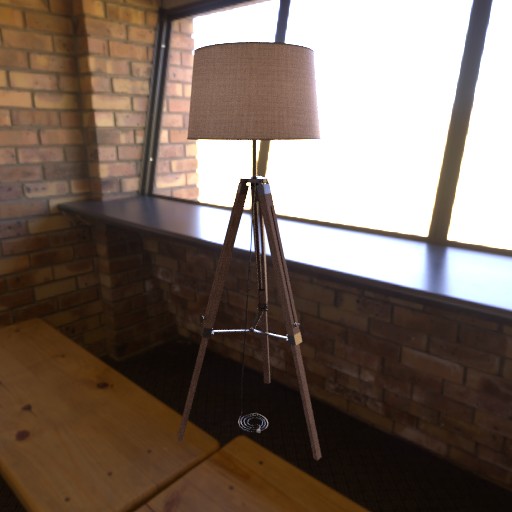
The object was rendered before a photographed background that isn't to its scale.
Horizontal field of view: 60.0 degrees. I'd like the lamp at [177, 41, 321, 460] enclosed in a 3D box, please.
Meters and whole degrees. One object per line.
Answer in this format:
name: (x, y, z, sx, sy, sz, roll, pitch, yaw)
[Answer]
lamp: (0.000, 0.000, 1.809, 0.604, 1.510, 0.587, 3, 16, 10)
